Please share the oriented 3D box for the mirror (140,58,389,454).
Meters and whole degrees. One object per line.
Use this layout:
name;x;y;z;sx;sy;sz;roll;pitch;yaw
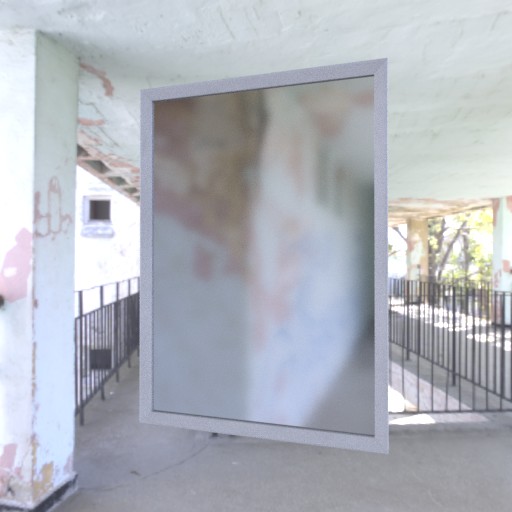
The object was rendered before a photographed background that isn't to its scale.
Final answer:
mirror;0.000;0.000;0.887;0.507;0.710;0.039;0;0;17
